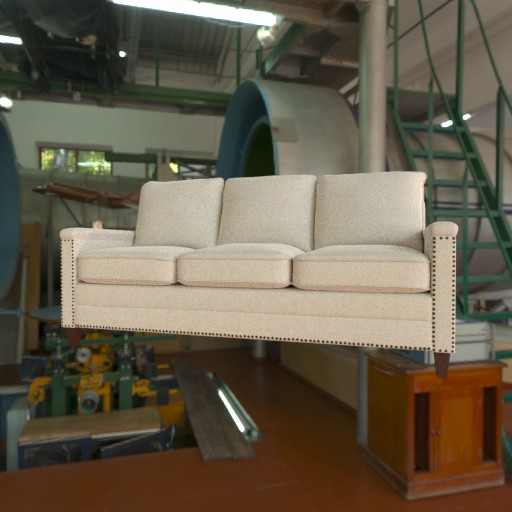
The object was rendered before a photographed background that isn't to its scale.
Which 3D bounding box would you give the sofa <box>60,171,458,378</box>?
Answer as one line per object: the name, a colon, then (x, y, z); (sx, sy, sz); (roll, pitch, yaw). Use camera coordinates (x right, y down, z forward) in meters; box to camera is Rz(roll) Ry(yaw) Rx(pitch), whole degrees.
sofa: (0.000, 0.000, 2.405); (1.925, 0.961, 0.828); (0, 1, 18)
